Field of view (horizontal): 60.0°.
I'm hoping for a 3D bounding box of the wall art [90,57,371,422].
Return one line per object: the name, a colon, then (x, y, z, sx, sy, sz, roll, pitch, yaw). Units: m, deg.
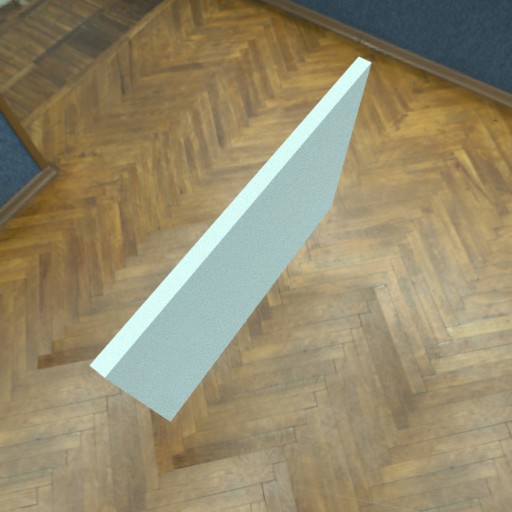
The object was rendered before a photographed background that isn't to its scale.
wall art: (0.000, 0.000, 1.696, 0.051, 0.902, 1.308, 32, 68, 15)
